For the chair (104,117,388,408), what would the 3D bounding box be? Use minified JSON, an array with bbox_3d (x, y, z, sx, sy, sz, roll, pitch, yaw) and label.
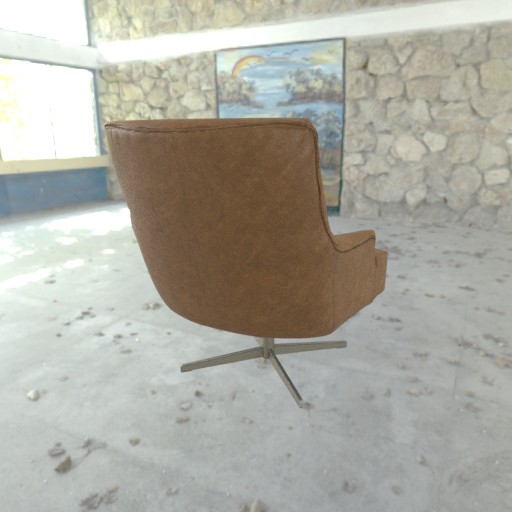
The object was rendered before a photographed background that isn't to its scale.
[{"bbox_3d":[0.000,0.000,1.508,0.729,0.869,0.874,8,17,27],"label":"chair"}]
